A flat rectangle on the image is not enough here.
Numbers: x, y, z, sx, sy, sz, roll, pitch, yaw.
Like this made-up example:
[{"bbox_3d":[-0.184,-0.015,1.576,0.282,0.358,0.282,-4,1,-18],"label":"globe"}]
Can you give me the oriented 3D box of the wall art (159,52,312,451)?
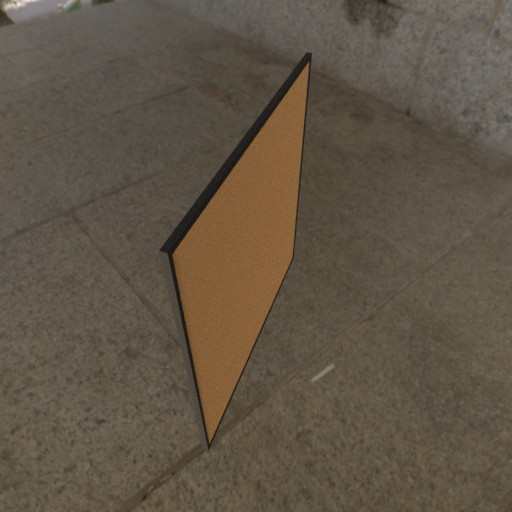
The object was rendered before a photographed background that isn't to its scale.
[{"bbox_3d":[0.000,0.000,1.012,0.015,0.663,0.664,15,48,14],"label":"wall art"}]
